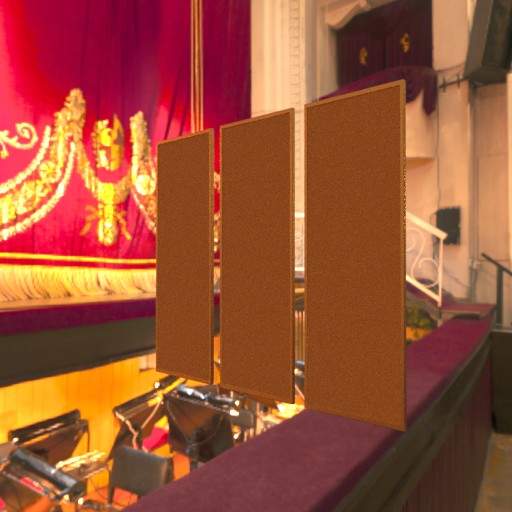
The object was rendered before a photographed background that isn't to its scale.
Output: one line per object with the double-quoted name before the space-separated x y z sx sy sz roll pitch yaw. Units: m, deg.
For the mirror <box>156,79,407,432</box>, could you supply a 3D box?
"mirror" 0.000 0.000 1.486 1.011 0.926 0.023 0 -1 38
